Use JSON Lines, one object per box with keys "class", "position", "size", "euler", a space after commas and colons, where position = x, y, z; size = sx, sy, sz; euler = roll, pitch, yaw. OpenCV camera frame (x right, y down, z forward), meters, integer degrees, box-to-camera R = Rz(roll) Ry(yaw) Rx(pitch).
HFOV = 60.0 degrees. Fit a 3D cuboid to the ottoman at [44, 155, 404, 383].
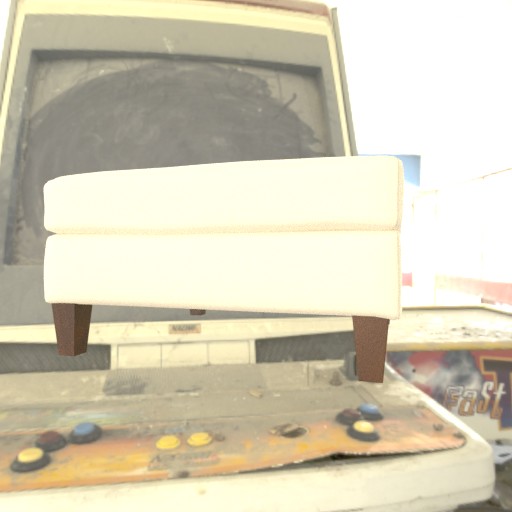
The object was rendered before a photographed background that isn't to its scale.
{"class": "ottoman", "position": [0.000, 0.000, 1.330], "size": [0.838, 0.479, 0.838], "euler": [0, 1, 18]}
